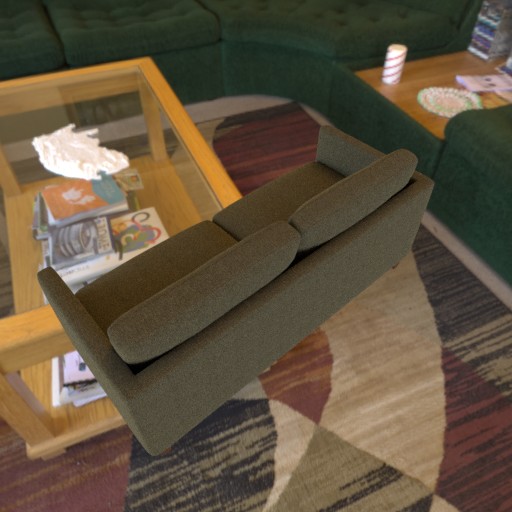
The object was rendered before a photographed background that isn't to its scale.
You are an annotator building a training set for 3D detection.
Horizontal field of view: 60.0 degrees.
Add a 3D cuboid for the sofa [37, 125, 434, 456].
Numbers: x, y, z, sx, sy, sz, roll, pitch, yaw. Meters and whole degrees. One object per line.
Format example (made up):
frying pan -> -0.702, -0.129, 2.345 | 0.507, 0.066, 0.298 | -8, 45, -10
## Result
sofa -> 0.000, 0.000, 2.695 | 2.208, 0.965, 0.948 | -33, 55, -27
